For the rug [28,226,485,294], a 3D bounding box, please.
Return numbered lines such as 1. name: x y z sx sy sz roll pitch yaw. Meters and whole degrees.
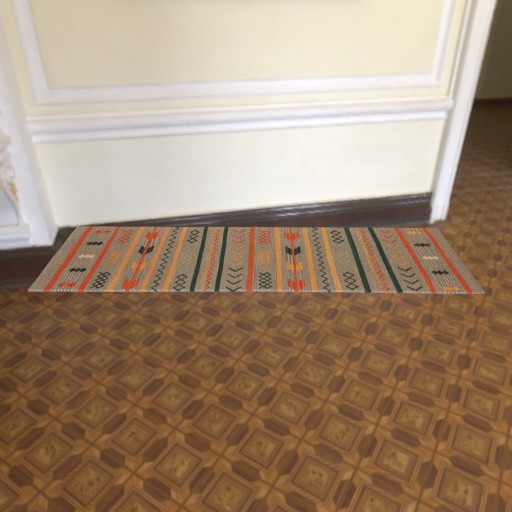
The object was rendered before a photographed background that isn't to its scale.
1. rug: 0.000 0.000 2.657 2.419 0.022 0.744 0 31 0
